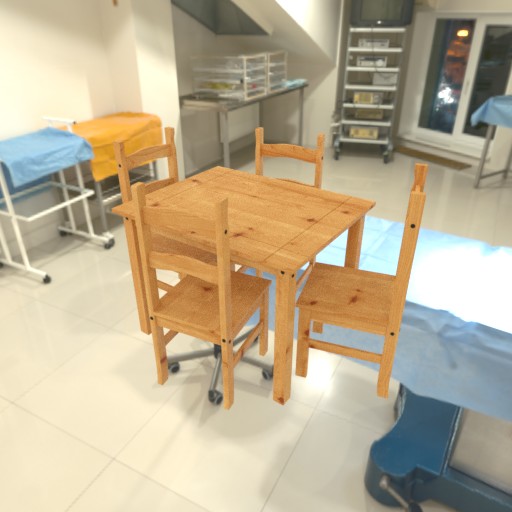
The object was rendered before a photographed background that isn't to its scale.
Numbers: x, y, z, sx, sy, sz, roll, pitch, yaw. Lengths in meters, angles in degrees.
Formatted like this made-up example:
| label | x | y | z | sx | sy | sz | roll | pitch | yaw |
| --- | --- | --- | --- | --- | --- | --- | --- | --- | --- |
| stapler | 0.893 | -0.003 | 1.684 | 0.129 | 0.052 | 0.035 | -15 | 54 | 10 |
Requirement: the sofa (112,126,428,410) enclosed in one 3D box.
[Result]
| label | x | y | z | sx | sy | sz | roll | pitch | yaw |
| --- | --- | --- | --- | --- | --- | --- | --- | --- | --- |
| sofa | 0.000 | 0.000 | 2.215 | 1.529 | 1.000 | 1.144 | 19 | 34 | 30 |
